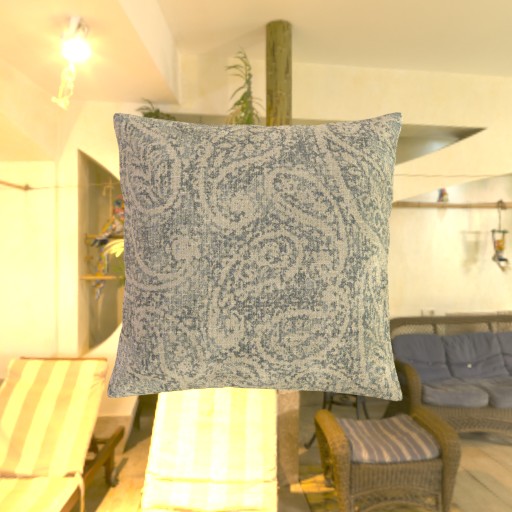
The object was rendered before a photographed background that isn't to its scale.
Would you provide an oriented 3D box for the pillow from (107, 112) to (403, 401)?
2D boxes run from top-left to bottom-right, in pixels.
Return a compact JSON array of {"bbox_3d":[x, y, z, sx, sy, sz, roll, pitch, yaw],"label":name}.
[{"bbox_3d":[0.000,0.000,0.786,0.523,0.510,0.166,0,0,0],"label":"pillow"}]
